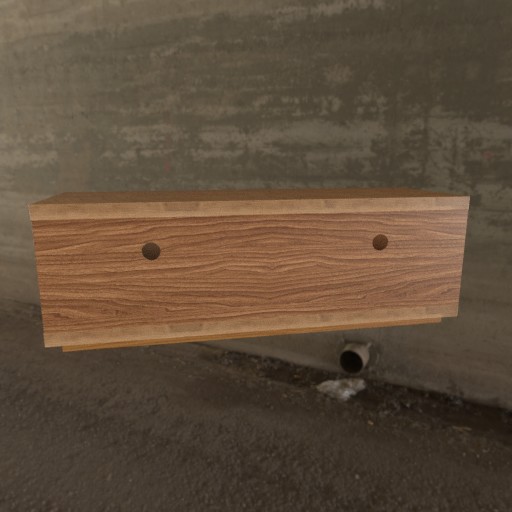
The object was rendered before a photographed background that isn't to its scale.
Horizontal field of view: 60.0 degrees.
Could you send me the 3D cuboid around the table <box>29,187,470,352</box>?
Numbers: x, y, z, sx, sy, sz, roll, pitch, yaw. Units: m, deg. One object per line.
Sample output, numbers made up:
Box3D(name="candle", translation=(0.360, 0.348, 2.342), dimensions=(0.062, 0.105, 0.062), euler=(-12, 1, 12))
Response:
Box3D(name="table", translation=(0.000, 0.000, 1.771), dimensions=(1.499, 0.491, 0.499), euler=(-2, 13, -11))
